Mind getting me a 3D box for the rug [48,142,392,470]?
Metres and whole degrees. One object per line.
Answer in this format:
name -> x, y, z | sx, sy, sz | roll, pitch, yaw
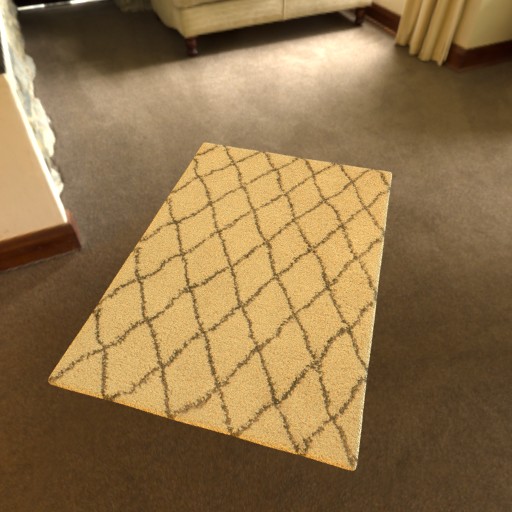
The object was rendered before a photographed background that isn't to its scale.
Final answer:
rug -> 0.000, 0.000, 2.227 | 1.219, 0.030, 1.778 | 12, 48, 11
